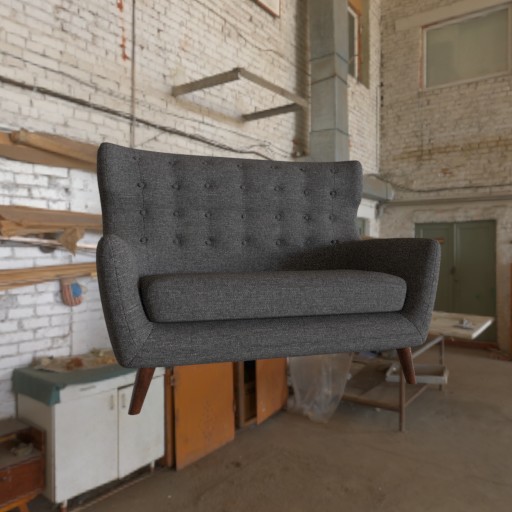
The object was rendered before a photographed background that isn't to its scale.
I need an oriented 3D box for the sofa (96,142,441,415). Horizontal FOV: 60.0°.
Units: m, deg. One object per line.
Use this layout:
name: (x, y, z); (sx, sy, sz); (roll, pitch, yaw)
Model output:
sofa: (0.000, 0.000, 1.987); (1.358, 1.028, 0.874); (0, 1, -18)
